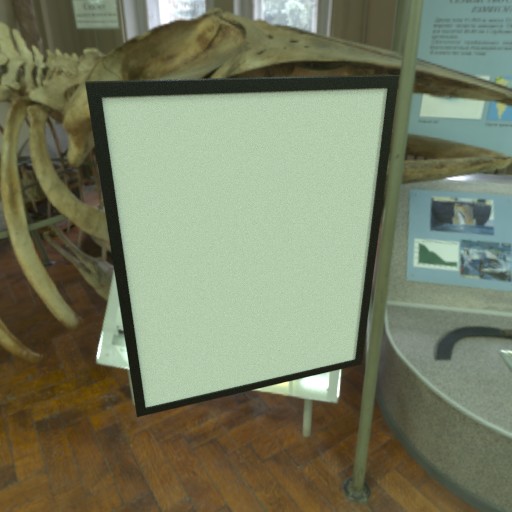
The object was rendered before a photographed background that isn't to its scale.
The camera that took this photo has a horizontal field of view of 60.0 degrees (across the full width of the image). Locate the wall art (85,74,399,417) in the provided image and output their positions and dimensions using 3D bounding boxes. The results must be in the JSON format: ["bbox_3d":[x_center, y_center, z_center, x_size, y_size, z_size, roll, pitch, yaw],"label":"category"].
[{"bbox_3d":[0.000,0.000,0.532,0.325,0.397,0.018,-8,27,-17],"label":"wall art"}]
